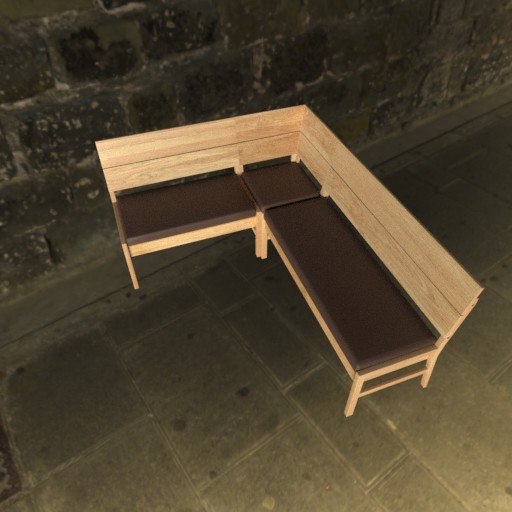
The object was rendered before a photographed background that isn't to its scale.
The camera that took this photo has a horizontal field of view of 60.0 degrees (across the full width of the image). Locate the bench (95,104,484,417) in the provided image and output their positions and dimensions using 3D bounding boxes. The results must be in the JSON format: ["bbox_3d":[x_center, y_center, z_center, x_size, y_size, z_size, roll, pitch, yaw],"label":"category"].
[{"bbox_3d":[0.000,0.000,2.806,1.549,0.890,1.975,-15,47,-15],"label":"bench"}]
